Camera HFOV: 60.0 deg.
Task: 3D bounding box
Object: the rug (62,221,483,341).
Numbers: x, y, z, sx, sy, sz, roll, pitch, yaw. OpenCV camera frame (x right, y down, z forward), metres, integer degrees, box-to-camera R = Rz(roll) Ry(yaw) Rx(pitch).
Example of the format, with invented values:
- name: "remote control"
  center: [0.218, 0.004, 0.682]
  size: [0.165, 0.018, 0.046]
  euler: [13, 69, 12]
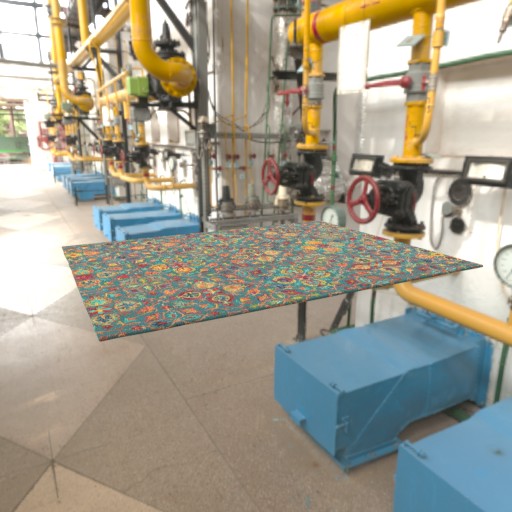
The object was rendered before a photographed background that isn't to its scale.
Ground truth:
- name: "rug"
  center: [0.000, 0.000, 4.183]
  size: [3.204, 0.025, 2.434]
  euler: [-8, 17, -26]
